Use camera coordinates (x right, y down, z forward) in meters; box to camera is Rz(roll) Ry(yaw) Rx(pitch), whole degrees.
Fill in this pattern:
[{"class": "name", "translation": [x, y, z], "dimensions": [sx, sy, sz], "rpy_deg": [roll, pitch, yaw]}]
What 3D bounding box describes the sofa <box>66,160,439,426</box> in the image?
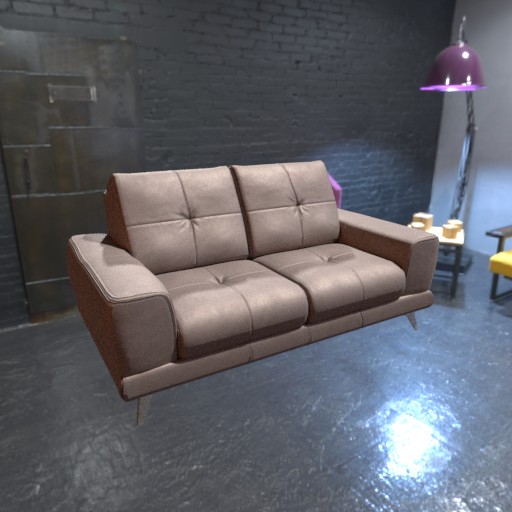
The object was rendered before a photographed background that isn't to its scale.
[{"class": "sofa", "translation": [0.000, 0.000, 2.401], "dimensions": [1.806, 0.907, 1.018], "rpy_deg": [-10, 20, -29]}]
